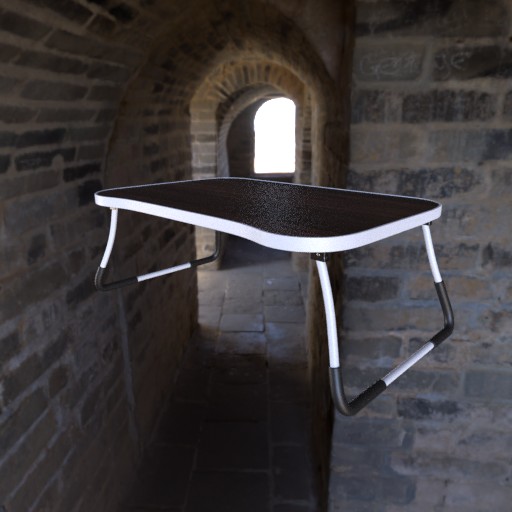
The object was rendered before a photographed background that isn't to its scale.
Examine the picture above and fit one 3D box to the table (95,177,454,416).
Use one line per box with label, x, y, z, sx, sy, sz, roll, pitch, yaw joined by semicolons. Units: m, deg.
table;0.000;0.000;0.865;0.660;0.232;0.400;15;22;42
